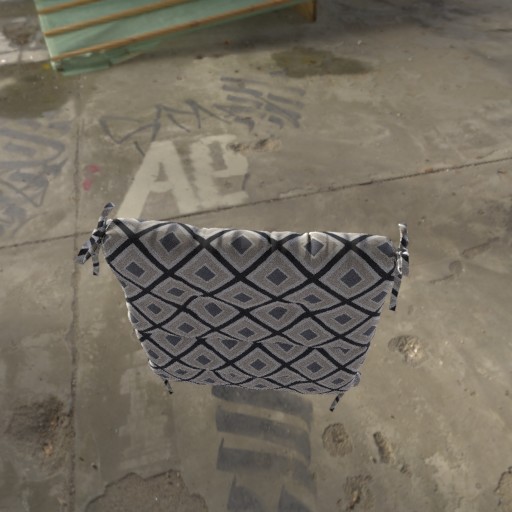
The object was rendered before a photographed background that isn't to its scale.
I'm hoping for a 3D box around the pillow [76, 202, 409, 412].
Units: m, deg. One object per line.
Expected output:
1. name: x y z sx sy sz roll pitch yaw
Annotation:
1. pillow: 0.000 0.000 1.013 0.519 0.605 0.571 4 47 4
